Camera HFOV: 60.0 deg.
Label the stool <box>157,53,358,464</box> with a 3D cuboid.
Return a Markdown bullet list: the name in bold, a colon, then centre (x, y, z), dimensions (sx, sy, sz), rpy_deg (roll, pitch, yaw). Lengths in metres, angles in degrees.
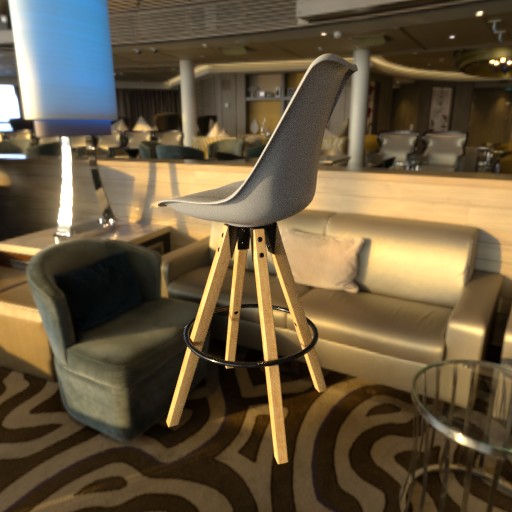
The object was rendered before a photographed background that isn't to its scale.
- **stool**: centre (0.000, 0.000, 1.399), dimensions (0.550, 1.115, 0.485), rpy_deg (8, 18, 24)
